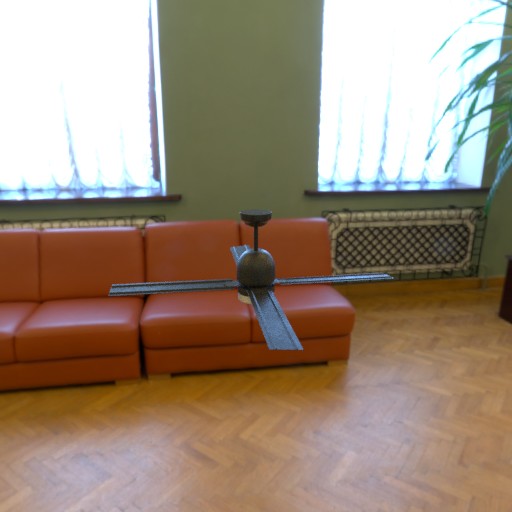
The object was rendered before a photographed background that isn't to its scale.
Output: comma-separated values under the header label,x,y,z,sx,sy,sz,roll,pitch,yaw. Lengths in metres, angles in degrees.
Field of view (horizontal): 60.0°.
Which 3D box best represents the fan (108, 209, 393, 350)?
label,x,y,z,sx,sy,sz,roll,pitch,yaw
fan,0.000,0.000,2.040,1.319,0.410,1.319,-3,17,-10
